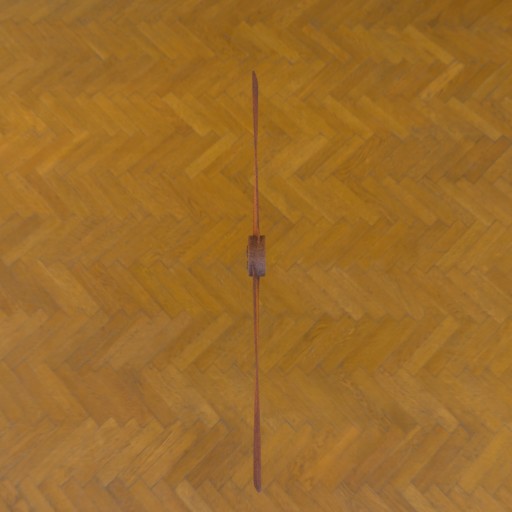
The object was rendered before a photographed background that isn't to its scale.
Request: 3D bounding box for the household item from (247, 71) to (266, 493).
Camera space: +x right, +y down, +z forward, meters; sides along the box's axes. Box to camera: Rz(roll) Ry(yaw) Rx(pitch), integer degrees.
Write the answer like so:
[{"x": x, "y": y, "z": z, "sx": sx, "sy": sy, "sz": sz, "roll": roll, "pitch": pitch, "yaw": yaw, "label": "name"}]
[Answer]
[{"x": 0.000, "y": 0.000, "z": 1.233, "sx": 0.051, "sy": 0.121, "sz": 1.181, "roll": 0, "pitch": 74, "yaw": 0, "label": "household item"}]
